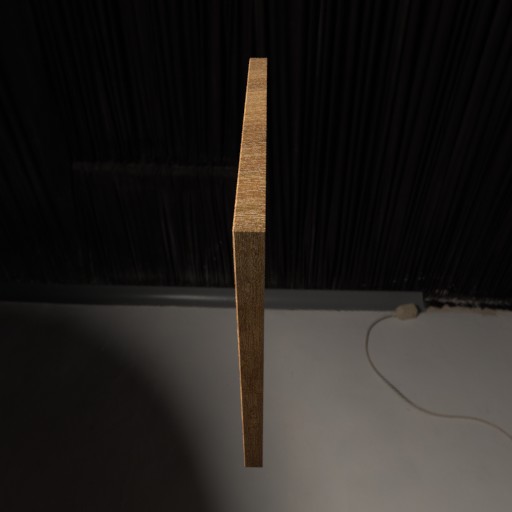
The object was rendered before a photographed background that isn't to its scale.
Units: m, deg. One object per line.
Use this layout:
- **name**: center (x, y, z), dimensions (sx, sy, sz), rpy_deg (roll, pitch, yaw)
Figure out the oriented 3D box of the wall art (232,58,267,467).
- **wall art**: center (0.000, 0.000, 0.925), dimensions (0.042, 0.608, 0.611), rpy_deg (1, 41, 1)
